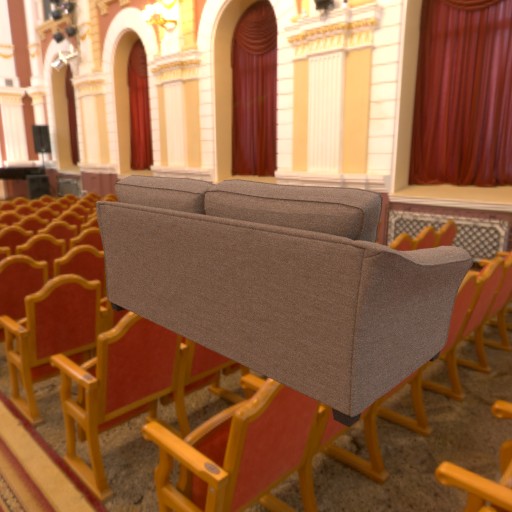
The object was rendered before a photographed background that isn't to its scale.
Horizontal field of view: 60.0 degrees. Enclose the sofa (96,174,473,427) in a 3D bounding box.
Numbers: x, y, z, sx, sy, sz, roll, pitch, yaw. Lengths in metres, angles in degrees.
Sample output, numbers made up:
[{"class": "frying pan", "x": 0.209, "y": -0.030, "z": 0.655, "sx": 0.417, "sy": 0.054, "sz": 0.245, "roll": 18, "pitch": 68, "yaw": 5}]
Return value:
[{"class": "sofa", "x": 0.000, "y": 0.000, "z": 2.720, "sx": 0.980, "sy": 0.965, "sz": 2.270, "roll": -13, "pitch": 18, "yaw": -43}]
